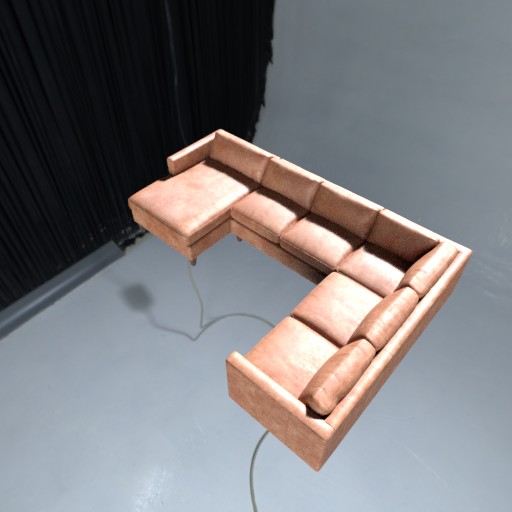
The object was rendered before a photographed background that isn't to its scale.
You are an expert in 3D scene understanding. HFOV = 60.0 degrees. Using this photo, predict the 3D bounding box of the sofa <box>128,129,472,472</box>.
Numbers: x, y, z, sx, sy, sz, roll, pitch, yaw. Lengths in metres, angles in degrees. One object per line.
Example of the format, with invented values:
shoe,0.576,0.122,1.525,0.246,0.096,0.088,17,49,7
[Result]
sofa,0.000,0.000,4.590,3.401,0.832,2.430,32,54,28
